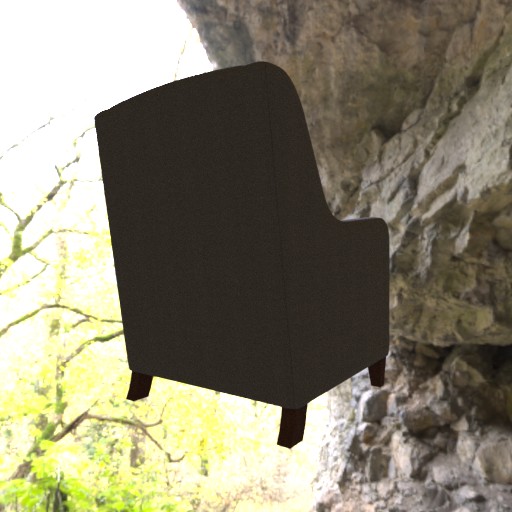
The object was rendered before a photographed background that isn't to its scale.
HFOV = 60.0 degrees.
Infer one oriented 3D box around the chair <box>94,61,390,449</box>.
[{"bbox_3d":[0.000,0.000,1.624,0.715,1.017,0.890,0,0,36],"label":"chair"}]
